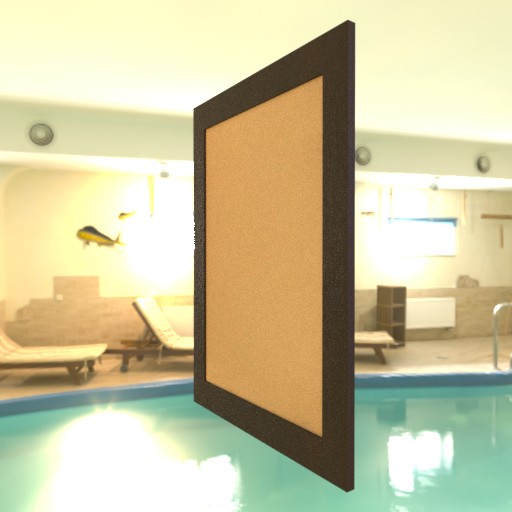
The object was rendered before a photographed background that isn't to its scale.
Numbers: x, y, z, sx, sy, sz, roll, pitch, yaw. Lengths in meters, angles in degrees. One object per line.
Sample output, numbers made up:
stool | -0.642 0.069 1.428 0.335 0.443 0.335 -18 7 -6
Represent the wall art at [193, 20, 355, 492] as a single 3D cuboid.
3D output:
wall art | 0.000 0.000 0.626 0.013 0.508 0.359 0 1 -35
